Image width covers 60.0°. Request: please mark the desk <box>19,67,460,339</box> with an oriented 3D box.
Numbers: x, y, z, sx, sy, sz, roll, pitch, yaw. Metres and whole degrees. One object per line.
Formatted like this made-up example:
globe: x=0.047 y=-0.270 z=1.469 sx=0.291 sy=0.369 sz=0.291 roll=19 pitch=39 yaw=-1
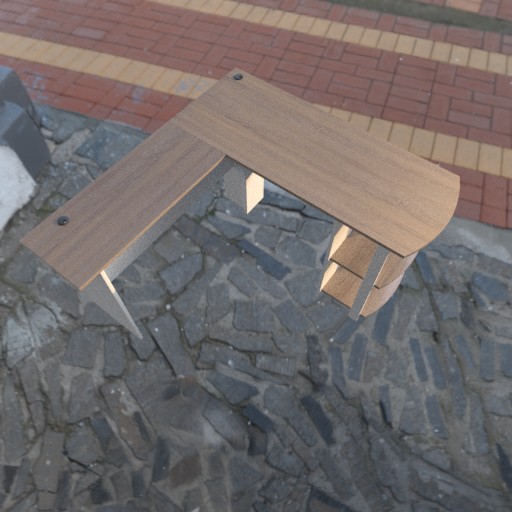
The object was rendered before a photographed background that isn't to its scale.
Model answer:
desk: x=0.000 y=0.000 z=2.116 sx=1.303 sy=0.716 sz=1.361 roll=33 pitch=64 yaw=19
